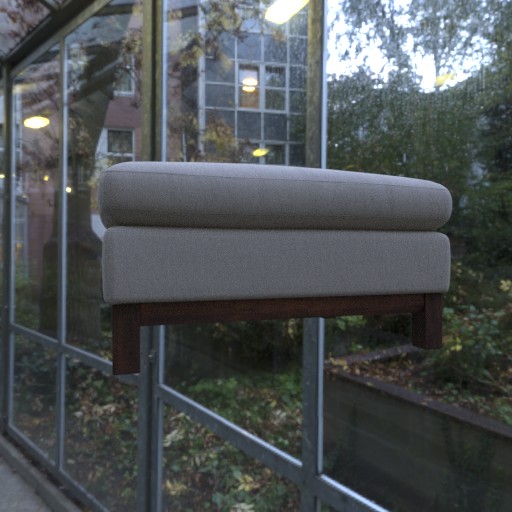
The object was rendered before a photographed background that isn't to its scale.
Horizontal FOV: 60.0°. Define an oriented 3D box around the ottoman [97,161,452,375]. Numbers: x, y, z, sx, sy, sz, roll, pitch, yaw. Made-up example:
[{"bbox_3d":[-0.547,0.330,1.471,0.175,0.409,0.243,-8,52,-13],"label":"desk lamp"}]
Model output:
[{"bbox_3d":[0.000,0.000,1.154,0.771,0.420,0.606,0,0,-18],"label":"ottoman"}]
